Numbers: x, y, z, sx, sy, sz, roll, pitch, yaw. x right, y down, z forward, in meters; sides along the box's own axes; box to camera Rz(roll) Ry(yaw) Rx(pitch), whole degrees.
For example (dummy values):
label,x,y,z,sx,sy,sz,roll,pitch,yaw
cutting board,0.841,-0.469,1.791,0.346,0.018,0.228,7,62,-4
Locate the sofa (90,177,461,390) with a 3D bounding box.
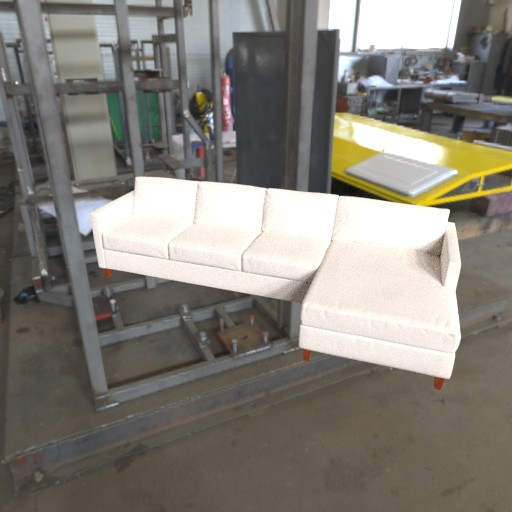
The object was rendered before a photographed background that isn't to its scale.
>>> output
label,x,y,z,sx,sy,sz,roll,pitch,yaw
sofa,0.000,0.000,4.158,3.471,0.954,1.606,9,27,17
